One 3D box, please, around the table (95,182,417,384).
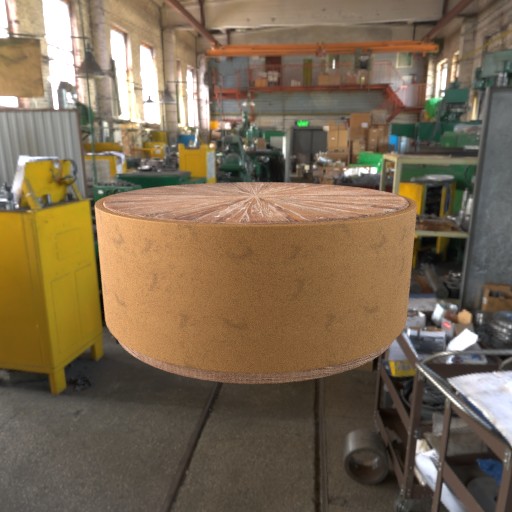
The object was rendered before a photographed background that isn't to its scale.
[{"bbox_3d":[0.000,0.000,1.508,1.001,0.409,1.001,0,15,0],"label":"table"}]
